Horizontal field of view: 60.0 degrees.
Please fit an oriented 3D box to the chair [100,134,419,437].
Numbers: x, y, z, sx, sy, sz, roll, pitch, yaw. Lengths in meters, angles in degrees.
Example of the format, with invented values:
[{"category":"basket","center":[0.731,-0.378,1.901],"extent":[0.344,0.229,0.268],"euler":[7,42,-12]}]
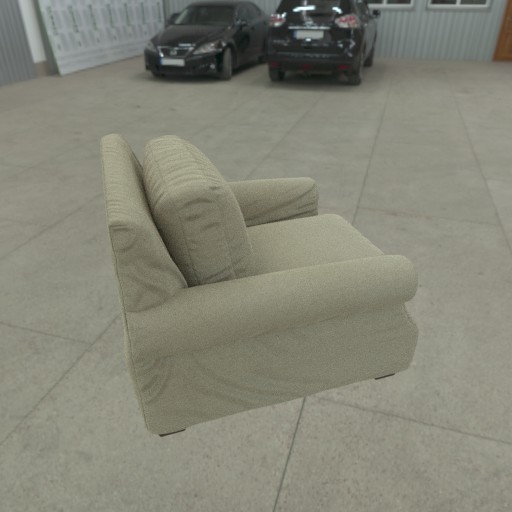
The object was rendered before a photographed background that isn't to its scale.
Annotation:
[{"category":"chair","center":[0.000,0.000,1.734],"extent":[1.066,0.866,0.940],"euler":[-9,32,-16]}]
